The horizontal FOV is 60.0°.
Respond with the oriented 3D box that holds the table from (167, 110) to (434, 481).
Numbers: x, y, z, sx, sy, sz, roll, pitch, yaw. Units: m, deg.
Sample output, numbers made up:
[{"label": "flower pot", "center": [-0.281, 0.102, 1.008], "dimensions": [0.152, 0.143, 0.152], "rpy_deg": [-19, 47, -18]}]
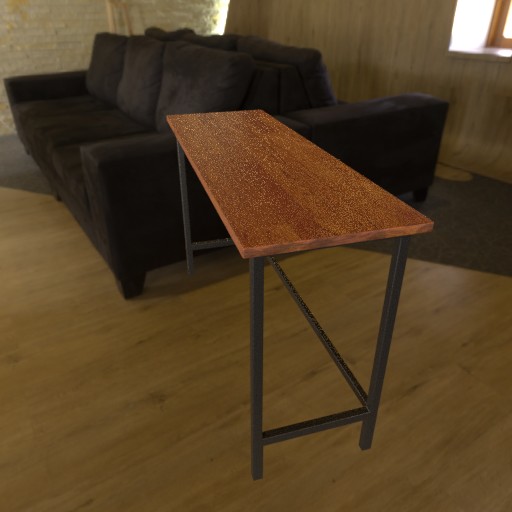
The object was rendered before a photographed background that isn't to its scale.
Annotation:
[{"label": "table", "center": [0.000, 0.000, 1.542], "dimensions": [0.408, 0.740, 1.204], "rpy_deg": [-8, 30, -14]}]
